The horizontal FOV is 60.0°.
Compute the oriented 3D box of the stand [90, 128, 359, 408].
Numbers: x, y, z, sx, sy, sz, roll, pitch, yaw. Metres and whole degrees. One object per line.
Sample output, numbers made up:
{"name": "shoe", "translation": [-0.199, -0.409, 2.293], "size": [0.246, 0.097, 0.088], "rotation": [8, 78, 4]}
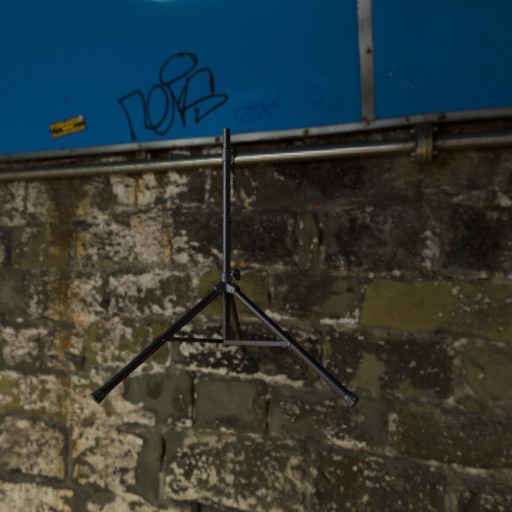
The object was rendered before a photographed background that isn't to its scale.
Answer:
{"name": "stand", "translation": [0.000, 0.000, 1.892], "size": [0.907, 1.136, 1.045], "rotation": [0, -1, 34]}
